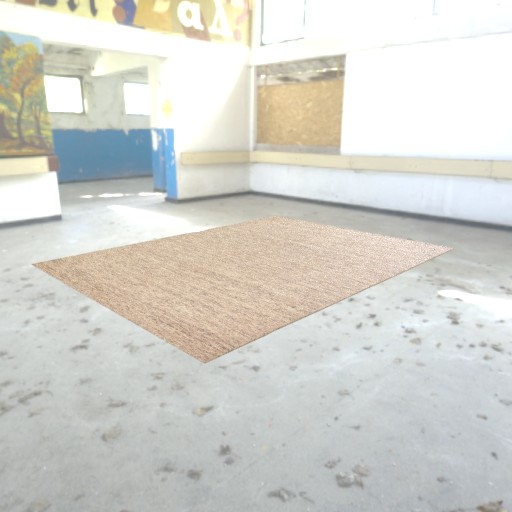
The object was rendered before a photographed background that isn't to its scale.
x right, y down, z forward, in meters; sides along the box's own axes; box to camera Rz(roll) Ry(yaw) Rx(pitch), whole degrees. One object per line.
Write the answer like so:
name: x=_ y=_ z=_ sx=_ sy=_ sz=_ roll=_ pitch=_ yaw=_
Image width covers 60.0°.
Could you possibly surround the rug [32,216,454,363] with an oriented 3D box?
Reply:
rug: x=0.000 y=0.000 z=4.200 sx=2.448 sy=0.013 sz=3.205 roll=15 pitch=22 yaw=43
